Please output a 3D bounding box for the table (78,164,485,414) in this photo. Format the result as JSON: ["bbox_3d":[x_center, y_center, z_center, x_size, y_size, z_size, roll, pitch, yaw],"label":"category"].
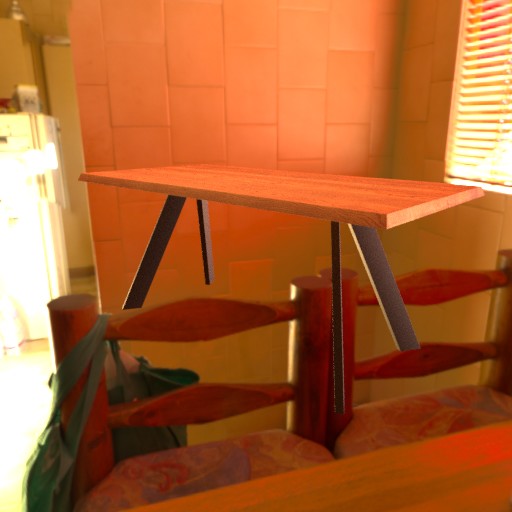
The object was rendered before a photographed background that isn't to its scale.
[{"bbox_3d":[0.000,0.000,2.232,1.800,0.770,0.900,14,21,40],"label":"table"}]
